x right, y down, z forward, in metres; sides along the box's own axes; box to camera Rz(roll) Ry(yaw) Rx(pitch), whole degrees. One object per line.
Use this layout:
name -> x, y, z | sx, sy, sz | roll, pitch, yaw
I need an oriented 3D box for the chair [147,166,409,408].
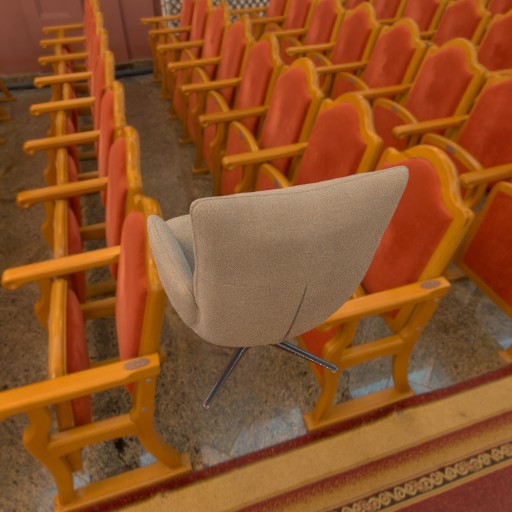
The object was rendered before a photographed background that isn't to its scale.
chair -> 0.000, 0.000, 1.601 | 0.711, 1.016, 0.889 | -12, 41, -14
